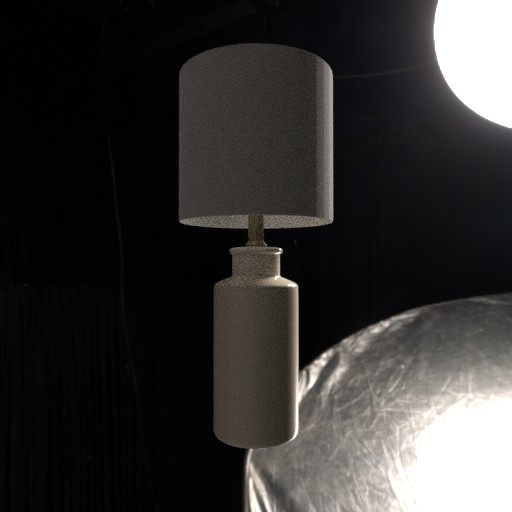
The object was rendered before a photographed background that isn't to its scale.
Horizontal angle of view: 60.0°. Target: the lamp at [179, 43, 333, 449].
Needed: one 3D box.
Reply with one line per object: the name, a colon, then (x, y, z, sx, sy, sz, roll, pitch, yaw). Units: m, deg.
lamp: (0.000, 0.000, 0.618, 0.212, 0.493, 0.212, 0, -1, 36)
